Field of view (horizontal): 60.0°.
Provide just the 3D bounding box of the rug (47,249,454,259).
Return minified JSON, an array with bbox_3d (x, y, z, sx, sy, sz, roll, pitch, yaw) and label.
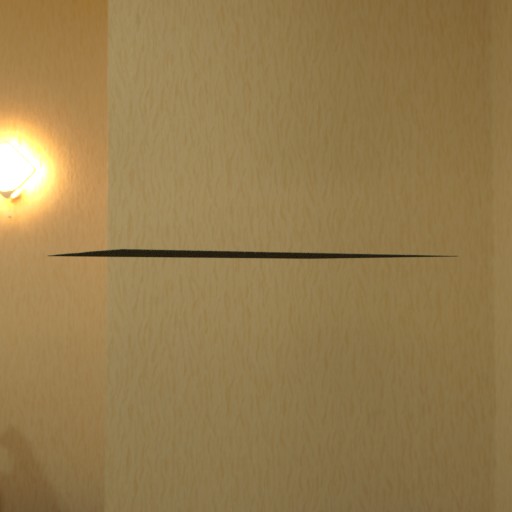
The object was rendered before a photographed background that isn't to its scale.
[{"bbox_3d":[0.000,0.000,4.280,3.371,0.008,2.190,1,-1,-35],"label":"rug"}]
